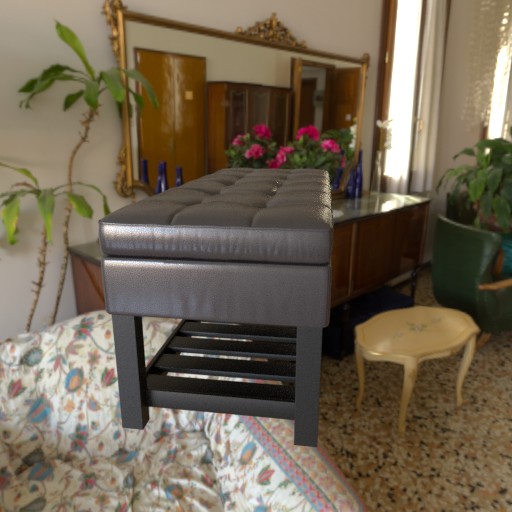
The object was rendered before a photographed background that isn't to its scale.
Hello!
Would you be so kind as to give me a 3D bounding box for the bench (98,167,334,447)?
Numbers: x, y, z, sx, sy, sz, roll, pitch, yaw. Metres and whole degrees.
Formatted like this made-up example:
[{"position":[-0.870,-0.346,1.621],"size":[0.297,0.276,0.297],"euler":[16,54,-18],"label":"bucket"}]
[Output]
[{"position":[0.000,0.000,1.344],"size":[0.432,0.460,1.105],"euler":[2,16,8],"label":"bench"}]
